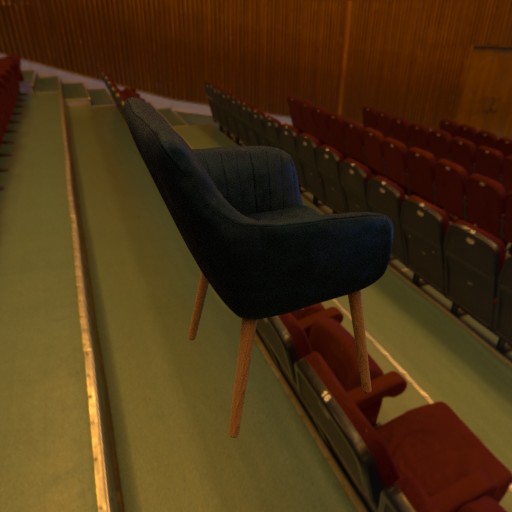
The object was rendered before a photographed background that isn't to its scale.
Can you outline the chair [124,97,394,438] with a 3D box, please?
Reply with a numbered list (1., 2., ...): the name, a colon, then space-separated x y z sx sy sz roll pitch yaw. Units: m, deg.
1. chair: 0.000 0.000 1.228 0.573 0.826 0.578 -12 32 -19
